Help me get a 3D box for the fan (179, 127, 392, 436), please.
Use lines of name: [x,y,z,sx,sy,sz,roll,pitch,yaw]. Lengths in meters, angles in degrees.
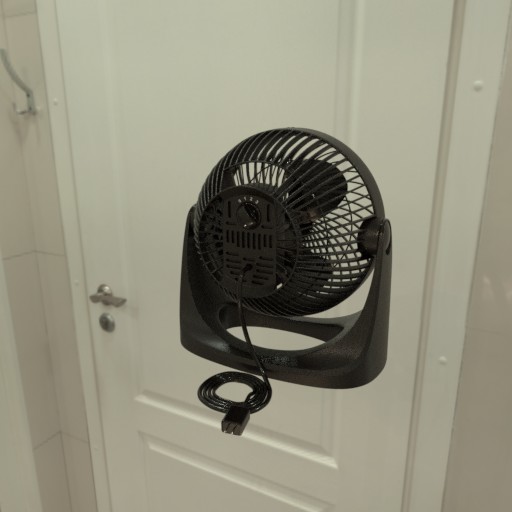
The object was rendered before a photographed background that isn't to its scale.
fan: [0.000,0.000,0.493,0.273,0.277,0.256,8,17,26]
